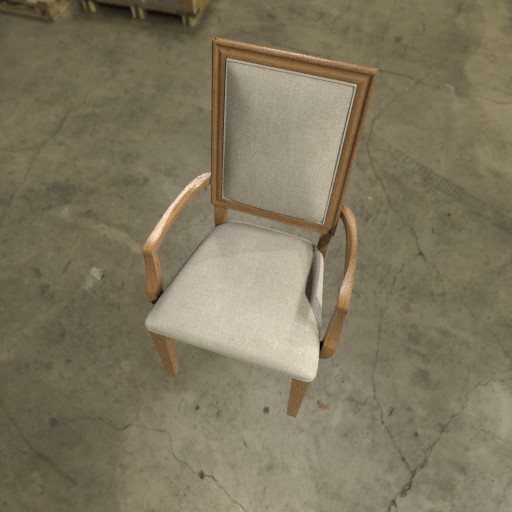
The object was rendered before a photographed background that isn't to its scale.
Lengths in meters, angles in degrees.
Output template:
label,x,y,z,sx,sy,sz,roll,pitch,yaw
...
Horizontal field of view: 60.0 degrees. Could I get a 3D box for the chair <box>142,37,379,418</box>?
label,x,y,z,sx,sy,sz,roll,pitch,yaw
chair,0.000,0.000,1.353,0.606,0.990,0.602,16,59,10
